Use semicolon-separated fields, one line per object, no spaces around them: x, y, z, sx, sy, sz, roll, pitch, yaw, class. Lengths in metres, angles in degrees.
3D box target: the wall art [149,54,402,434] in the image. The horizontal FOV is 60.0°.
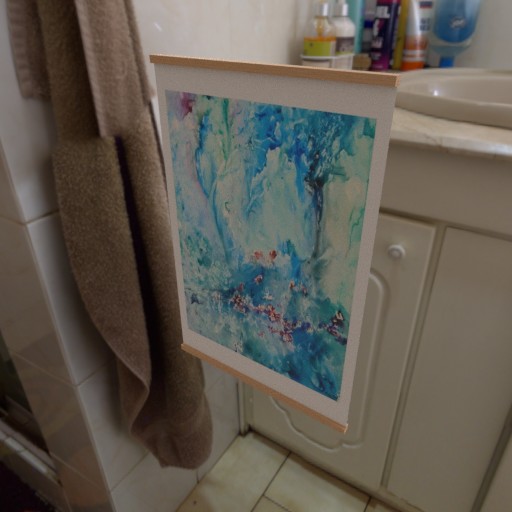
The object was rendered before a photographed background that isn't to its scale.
0.000;0.000;0.635;0.335;0.510;0.013;19;35;30;wall art
